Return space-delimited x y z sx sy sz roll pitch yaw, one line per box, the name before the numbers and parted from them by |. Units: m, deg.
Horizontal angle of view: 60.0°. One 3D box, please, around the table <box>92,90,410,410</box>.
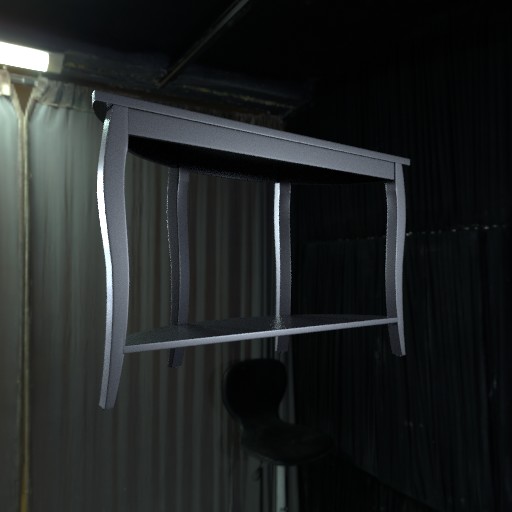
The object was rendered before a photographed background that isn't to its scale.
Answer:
table | 0.000 0.000 1.570 1.219 0.780 0.394 1 -1 -35
